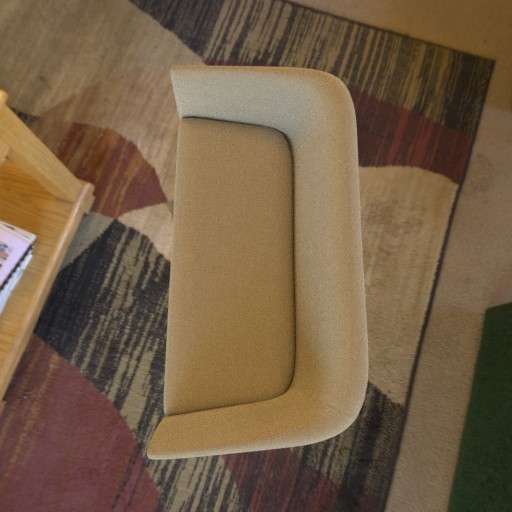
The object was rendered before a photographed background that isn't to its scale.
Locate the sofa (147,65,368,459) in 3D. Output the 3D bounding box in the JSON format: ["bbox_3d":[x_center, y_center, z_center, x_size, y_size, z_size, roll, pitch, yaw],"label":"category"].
[{"bbox_3d":[0.000,0.000,1.797,0.705,0.721,1.452,0,76,0],"label":"sofa"}]
